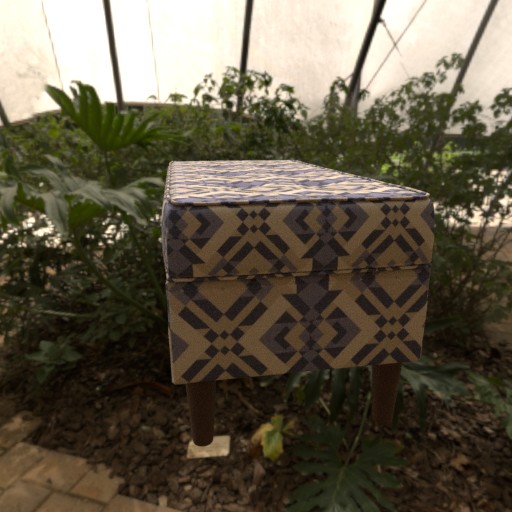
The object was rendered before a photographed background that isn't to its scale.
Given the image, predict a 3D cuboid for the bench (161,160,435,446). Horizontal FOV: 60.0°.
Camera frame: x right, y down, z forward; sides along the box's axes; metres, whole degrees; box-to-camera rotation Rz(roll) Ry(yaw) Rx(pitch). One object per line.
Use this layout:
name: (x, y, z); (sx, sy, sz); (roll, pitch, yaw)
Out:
bench: (0.000, 0.000, 1.269); (0.492, 0.477, 1.016); (-3, 16, -10)
